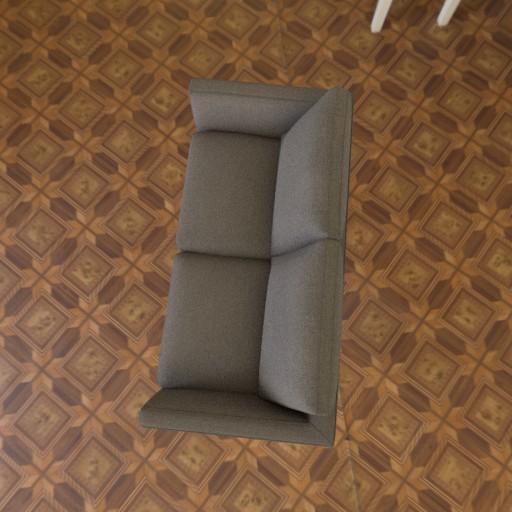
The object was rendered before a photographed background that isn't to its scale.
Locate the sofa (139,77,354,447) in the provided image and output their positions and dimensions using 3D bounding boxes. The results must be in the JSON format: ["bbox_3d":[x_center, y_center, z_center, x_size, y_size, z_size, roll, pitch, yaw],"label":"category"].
[{"bbox_3d":[0.000,0.000,2.153,0.803,0.924,1.594,6,77,1],"label":"sofa"}]
